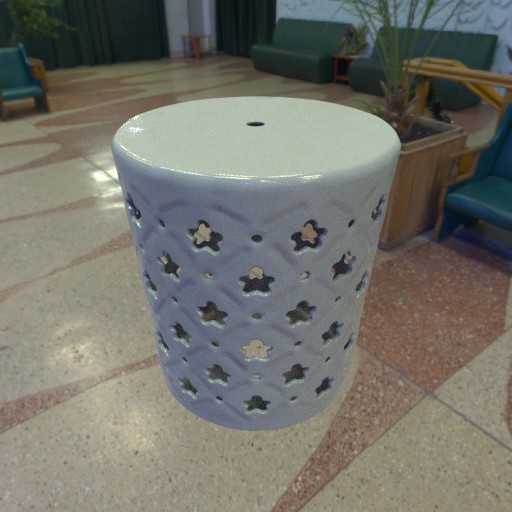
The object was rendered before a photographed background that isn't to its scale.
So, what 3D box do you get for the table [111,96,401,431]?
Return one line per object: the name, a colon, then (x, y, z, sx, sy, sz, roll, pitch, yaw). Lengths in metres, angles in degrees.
table: (0.000, 0.000, 0.652, 0.352, 0.387, 0.352, 0, 32, 0)
